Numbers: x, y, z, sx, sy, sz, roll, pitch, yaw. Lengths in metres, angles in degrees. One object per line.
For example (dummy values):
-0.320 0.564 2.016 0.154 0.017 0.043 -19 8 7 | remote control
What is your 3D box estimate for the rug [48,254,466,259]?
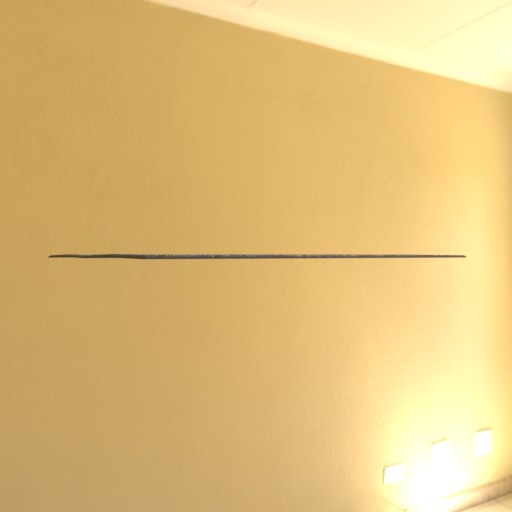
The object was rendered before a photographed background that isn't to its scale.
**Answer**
0.000 0.000 4.769 3.612 0.035 2.716 0 0 -36 | rug
